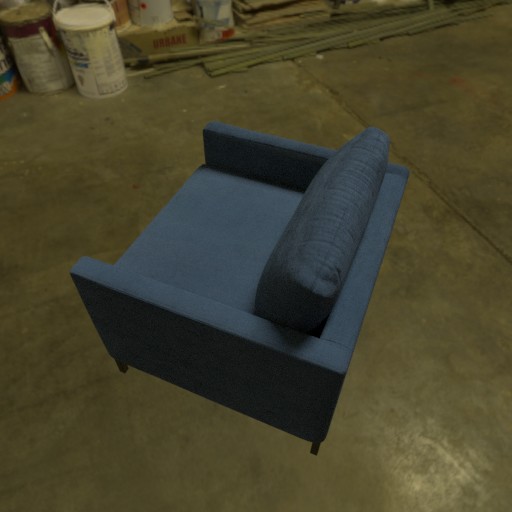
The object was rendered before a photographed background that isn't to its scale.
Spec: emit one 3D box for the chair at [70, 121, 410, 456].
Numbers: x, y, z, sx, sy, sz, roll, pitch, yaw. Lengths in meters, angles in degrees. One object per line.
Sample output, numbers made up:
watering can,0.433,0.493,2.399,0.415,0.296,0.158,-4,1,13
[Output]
chair,0.000,0.000,1.652,0.875,0.812,0.964,18,50,16
